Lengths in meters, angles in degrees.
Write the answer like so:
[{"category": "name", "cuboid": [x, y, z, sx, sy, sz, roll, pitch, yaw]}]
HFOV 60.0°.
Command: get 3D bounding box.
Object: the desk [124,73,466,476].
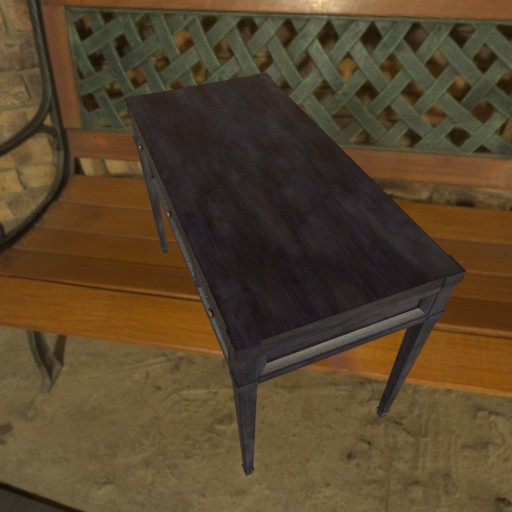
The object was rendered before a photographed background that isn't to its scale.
[{"category": "desk", "cuboid": [0.000, 0.000, 1.767, 0.630, 0.861, 1.289, -16, 48, -15]}]
